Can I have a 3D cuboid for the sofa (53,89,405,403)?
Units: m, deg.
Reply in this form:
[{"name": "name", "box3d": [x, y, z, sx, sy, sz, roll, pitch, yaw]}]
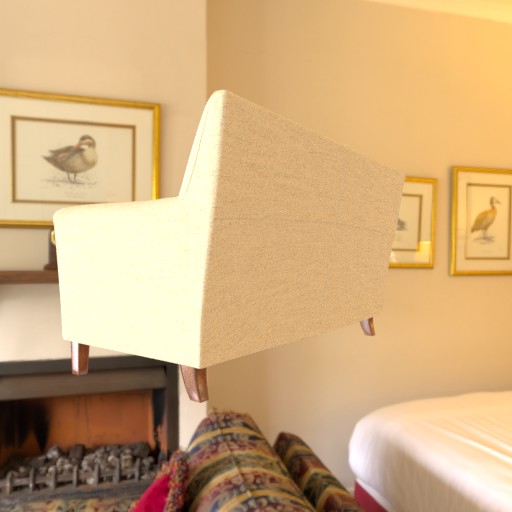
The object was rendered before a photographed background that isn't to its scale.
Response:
[{"name": "sofa", "box3d": [0.000, 0.000, 2.008, 0.891, 0.892, 1.482, 0, 0, 36]}]
